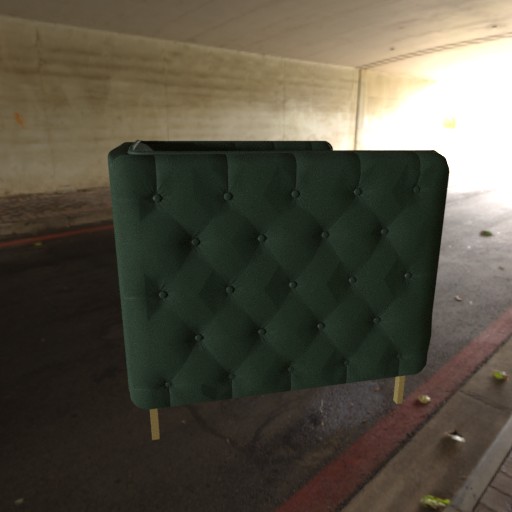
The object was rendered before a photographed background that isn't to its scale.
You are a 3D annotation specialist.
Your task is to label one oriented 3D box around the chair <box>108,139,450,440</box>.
[{"bbox_3d":[0.000,0.000,1.536,0.855,0.768,0.917,-4,17,-12],"label":"chair"}]
